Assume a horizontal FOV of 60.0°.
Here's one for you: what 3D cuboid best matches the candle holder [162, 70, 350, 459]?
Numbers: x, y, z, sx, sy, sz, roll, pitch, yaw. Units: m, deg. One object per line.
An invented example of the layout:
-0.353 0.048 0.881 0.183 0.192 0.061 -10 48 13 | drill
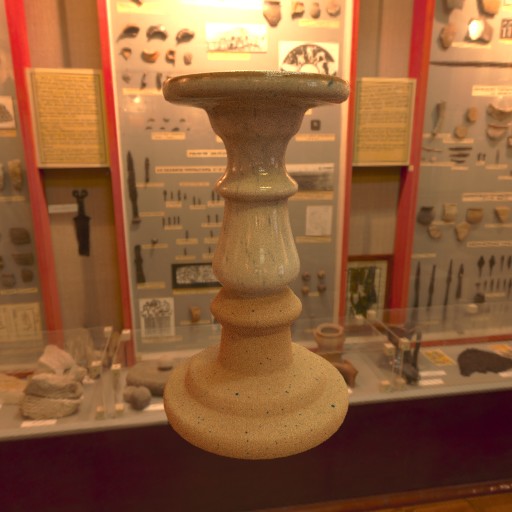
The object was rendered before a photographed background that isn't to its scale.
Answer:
0.000 0.000 0.275 0.123 0.202 0.123 0 15 0 | candle holder
